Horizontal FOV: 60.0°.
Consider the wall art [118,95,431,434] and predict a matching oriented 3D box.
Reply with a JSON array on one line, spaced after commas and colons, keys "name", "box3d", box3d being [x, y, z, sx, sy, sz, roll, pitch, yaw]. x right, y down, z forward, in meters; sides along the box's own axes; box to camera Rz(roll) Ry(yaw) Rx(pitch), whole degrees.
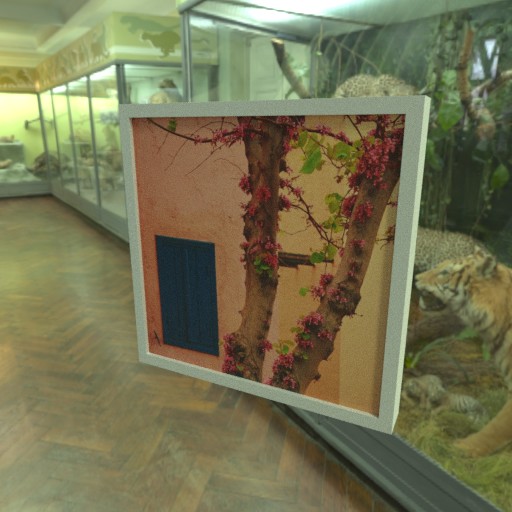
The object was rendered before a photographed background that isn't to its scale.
[{"name": "wall art", "box3d": [0.000, 0.000, 0.458, 0.305, 0.302, 0.038, 8, 18, 26]}]
